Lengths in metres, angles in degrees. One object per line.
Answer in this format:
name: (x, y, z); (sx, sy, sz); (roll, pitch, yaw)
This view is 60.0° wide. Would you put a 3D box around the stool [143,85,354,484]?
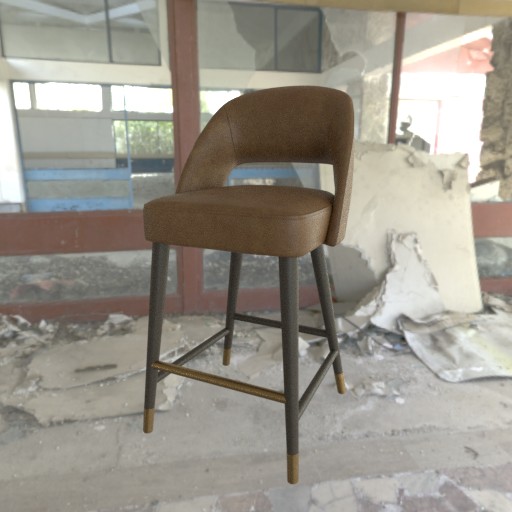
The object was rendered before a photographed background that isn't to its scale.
stool: (0.000, 0.000, 1.230); (0.494, 0.940, 0.509); (7, 16, 25)
